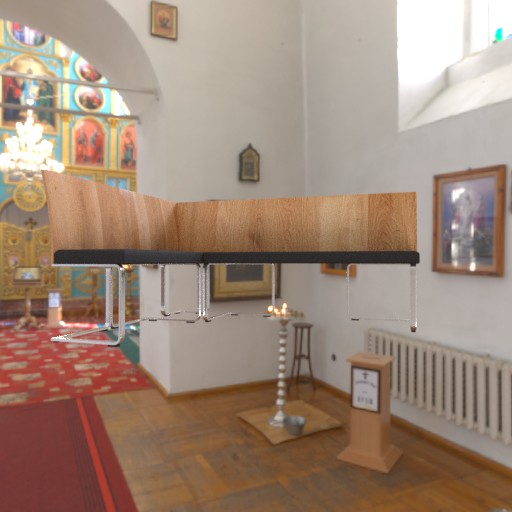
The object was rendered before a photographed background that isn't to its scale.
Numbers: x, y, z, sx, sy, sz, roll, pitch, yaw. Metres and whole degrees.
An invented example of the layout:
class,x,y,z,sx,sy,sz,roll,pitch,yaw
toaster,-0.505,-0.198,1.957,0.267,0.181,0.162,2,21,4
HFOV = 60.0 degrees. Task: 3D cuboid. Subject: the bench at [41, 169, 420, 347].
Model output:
class,x,y,z,sx,sy,sz,roll,pitch,yaw
bench,0.000,0.000,2.785,1.945,0.930,1.495,0,-1,18
